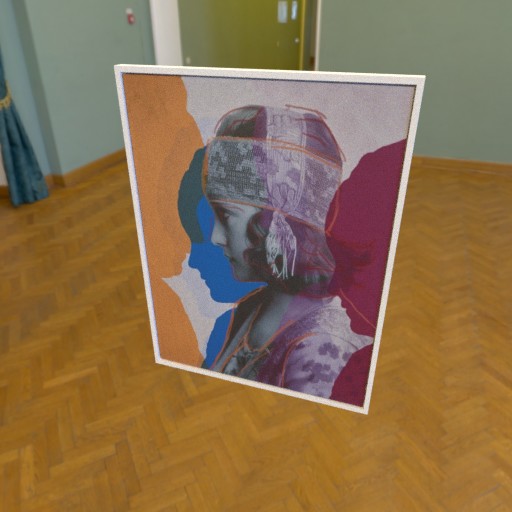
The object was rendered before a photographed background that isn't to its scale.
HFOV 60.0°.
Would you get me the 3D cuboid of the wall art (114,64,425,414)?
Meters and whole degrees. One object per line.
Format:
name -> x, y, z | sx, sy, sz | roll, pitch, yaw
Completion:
wall art -> 0.000, 0.000, 1.349 | 0.795, 1.050, 0.039 | 9, 30, 16
